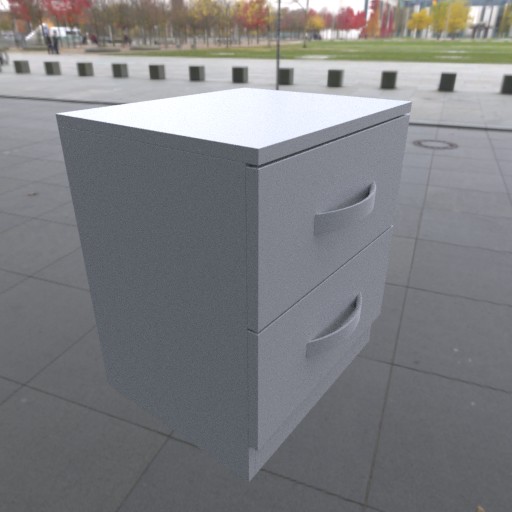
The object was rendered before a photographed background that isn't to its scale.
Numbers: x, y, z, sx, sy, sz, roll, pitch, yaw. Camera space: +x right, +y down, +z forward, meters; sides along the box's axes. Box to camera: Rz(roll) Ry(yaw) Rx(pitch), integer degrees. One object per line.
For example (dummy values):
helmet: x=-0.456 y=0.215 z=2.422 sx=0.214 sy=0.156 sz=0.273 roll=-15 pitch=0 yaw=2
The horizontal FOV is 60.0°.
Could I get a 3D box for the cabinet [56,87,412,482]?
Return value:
cabinet: x=0.000 y=0.000 z=0.734 sx=0.360 sy=0.470 sz=0.400 roll=19 pitch=32 yaw=33
